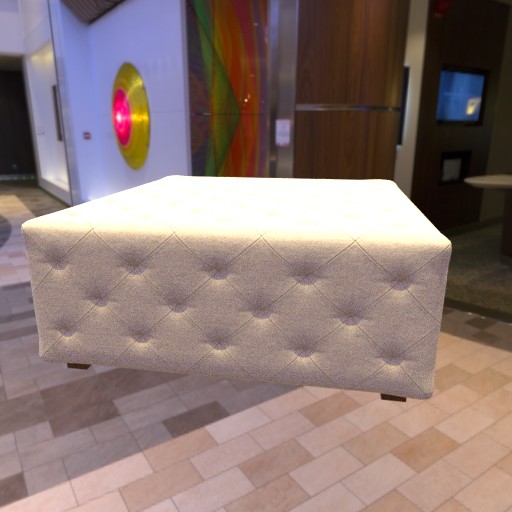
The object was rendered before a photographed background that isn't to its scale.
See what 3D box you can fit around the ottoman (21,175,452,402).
[{"bbox_3d":[0.000,0.000,1.546,1.028,0.439,1.028,3,17,10],"label":"ottoman"}]
